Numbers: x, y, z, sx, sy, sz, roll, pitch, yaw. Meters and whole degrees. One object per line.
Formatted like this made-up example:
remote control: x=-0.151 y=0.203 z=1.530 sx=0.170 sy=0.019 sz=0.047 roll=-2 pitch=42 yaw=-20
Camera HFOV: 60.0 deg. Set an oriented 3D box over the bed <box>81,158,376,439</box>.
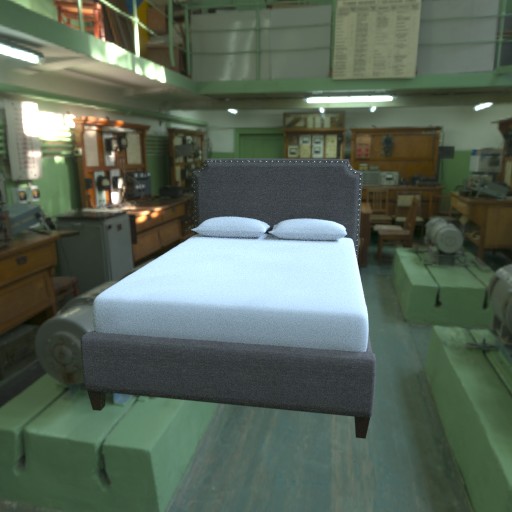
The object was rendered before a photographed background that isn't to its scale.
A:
bed: x=0.000 y=0.000 z=3.508 sx=1.713 sy=1.457 sz=2.381 roll=2 pitch=14 yaw=10
